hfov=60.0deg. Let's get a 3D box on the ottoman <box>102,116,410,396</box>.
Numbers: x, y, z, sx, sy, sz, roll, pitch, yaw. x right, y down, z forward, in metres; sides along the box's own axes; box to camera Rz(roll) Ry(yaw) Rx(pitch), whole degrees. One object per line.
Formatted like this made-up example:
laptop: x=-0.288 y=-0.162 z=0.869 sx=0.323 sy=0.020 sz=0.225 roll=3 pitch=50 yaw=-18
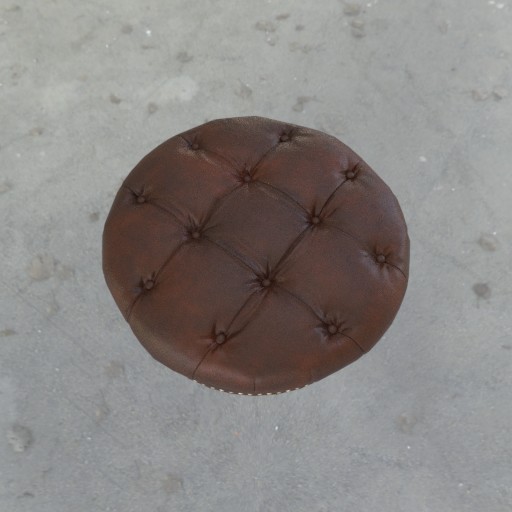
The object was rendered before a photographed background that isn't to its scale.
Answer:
ottoman: x=0.000 y=0.000 z=1.418 sx=0.901 sy=0.455 sz=0.901 roll=0 pitch=63 yaw=0
